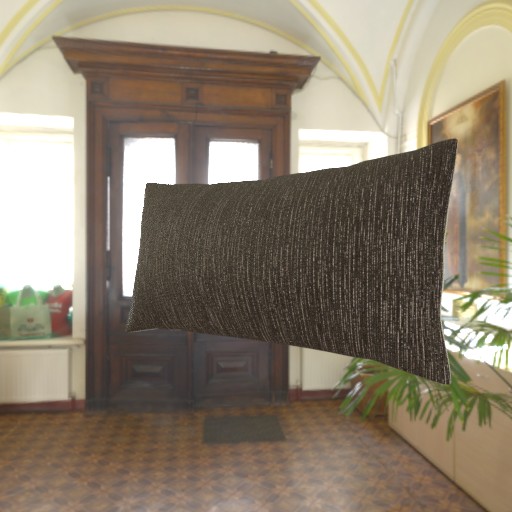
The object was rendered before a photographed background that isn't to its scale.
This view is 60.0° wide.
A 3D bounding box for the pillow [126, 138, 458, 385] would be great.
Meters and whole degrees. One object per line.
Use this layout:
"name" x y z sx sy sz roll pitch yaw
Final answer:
"pillow" 0.000 0.000 0.725 0.608 0.305 0.156 0 0 36
